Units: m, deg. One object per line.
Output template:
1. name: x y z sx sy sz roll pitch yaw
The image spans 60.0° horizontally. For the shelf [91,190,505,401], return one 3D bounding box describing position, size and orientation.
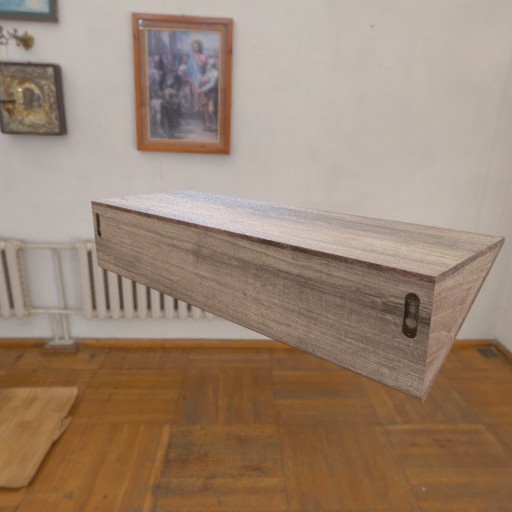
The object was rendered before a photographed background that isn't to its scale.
1. shelf: 0.000 0.000 0.664 0.610 0.125 0.200 15 21 41
